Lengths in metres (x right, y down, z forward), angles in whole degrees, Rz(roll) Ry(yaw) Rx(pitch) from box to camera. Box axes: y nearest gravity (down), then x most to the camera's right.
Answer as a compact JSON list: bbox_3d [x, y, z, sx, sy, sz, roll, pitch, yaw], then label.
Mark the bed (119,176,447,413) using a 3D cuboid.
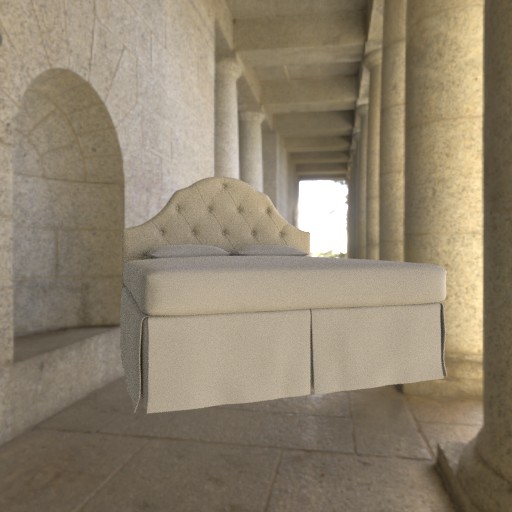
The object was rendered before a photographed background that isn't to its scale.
[{"bbox_3d":[0.000,0.000,3.462,2.012,1.555,2.086,0,1,-19],"label":"bed"}]
